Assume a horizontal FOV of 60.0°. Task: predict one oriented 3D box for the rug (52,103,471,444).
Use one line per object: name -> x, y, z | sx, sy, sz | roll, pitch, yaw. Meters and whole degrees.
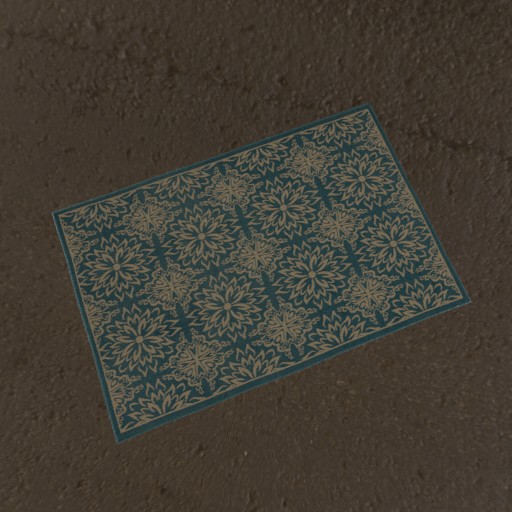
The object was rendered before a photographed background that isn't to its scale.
rug -> 0.000, 0.000, 2.266 | 1.833, 0.012, 1.211 | -20, 76, -5
